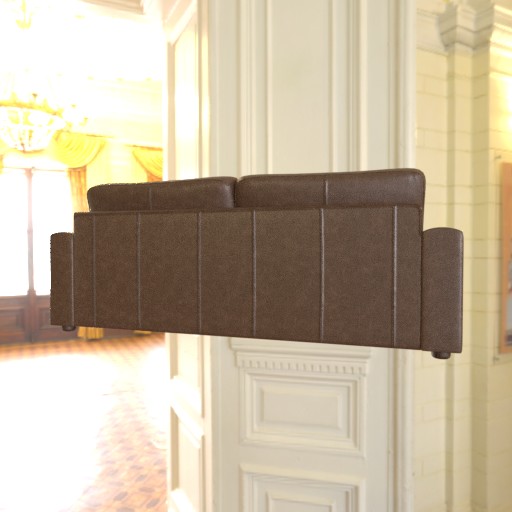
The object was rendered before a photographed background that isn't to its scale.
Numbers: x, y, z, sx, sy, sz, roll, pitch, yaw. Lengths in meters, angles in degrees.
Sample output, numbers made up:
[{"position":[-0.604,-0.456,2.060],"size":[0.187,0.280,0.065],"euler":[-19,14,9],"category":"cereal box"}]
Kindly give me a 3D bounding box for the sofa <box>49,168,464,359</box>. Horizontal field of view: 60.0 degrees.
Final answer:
[{"position":[0.000,0.000,2.686],"size":[2.179,0.873,1.016],"euler":[0,1,18],"category":"sofa"}]
